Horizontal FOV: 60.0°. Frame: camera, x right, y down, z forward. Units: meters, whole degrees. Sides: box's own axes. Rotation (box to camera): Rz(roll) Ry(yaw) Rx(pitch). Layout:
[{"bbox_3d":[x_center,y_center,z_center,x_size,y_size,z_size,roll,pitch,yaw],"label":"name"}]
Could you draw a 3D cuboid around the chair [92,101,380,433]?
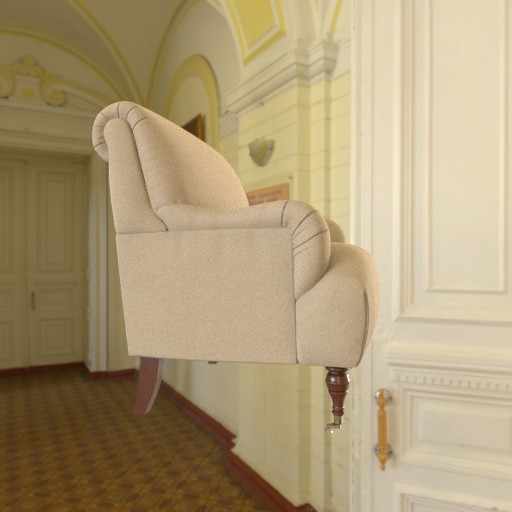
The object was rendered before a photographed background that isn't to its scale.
[{"bbox_3d":[0.000,0.000,1.558,0.842,0.942,0.766,0,1,15],"label":"chair"}]
